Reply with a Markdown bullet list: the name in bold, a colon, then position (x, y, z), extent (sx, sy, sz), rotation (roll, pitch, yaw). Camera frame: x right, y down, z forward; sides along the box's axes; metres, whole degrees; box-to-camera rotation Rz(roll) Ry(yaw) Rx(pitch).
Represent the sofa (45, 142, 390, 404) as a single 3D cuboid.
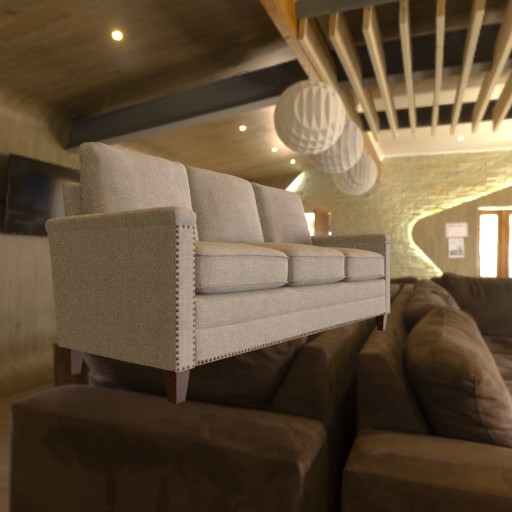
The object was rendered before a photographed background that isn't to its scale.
- **sofa**: position (0.000, 0.000, 2.372), extent (0.828, 0.959, 1.925), rotation (0, -1, 36)
